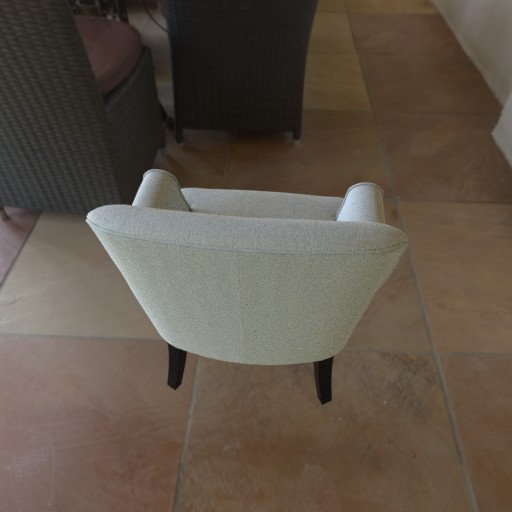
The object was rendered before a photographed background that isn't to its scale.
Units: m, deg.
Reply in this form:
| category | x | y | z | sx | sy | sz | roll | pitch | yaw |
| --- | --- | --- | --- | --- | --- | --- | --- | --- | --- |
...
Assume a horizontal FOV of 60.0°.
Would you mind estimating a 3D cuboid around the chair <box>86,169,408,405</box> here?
| category | x | y | z | sx | sy | sz | roll | pitch | yaw |
| --- | --- | --- | --- | --- | --- | --- | --- | --- | --- |
| chair | 0.000 | 0.000 | 1.447 | 0.781 | 0.875 | 0.750 | 4 | 47 | 4 |
